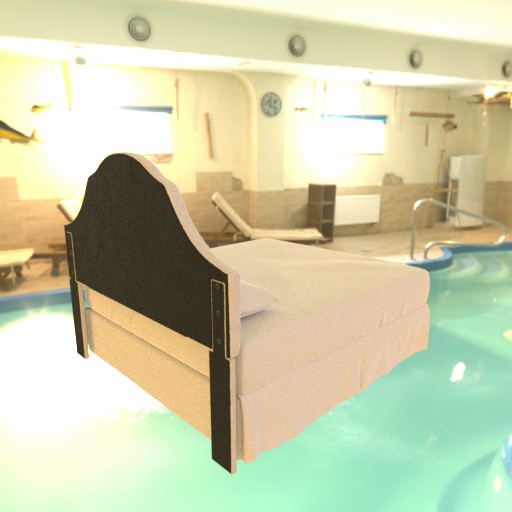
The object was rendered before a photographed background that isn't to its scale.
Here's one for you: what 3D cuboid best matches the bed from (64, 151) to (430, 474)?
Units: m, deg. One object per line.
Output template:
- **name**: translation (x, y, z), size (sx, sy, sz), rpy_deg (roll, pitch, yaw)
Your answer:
- **bed**: translation (0.000, 0.000, 3.515), size (2.214, 1.615, 2.008), rpy_deg (-13, 18, -42)
